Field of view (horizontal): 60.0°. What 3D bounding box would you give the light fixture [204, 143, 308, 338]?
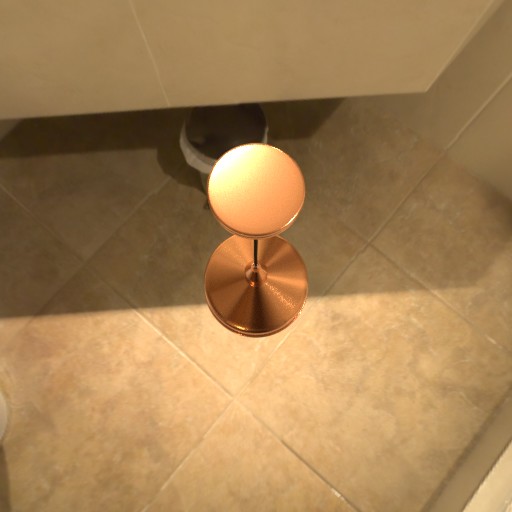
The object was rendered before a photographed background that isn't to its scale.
[{"bbox_3d":[0.000,0.000,0.919,0.301,0.754,0.301,4,77,1],"label":"light fixture"}]
